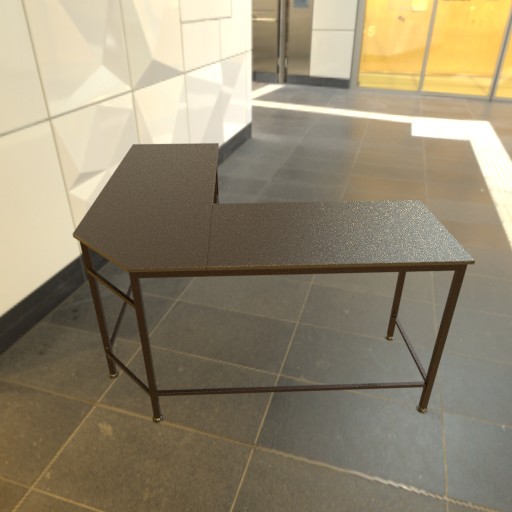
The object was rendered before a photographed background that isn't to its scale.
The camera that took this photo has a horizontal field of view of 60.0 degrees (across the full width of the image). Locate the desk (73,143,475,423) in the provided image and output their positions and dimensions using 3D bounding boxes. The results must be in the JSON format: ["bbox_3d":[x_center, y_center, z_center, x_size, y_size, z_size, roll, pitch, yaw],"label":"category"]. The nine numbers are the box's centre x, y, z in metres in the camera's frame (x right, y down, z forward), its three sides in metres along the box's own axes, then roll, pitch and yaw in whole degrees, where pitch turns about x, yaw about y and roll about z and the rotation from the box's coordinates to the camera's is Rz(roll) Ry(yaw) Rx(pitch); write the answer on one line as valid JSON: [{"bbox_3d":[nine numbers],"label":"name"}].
[{"bbox_3d":[0.000,0.000,2.208,1.379,0.739,1.379,-1,30,-2],"label":"desk"}]
